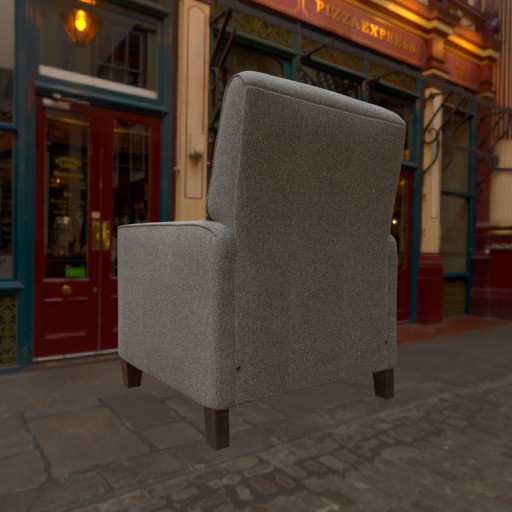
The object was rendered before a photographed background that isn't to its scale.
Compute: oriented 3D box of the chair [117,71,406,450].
[{"bbox_3d":[0.000,0.000,1.665,0.841,1.028,0.858,0,1,-36],"label":"chair"}]
